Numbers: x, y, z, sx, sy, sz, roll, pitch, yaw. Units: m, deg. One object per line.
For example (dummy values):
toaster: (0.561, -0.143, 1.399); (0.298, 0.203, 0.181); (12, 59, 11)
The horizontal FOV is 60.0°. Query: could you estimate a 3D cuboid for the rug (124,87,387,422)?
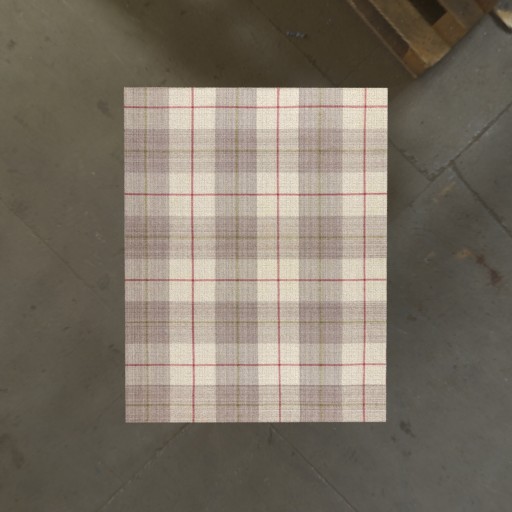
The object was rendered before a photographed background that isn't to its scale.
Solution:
rug: (0.000, 0.000, 3.928); (2.317, 0.016, 2.959); (0, 91, 0)
